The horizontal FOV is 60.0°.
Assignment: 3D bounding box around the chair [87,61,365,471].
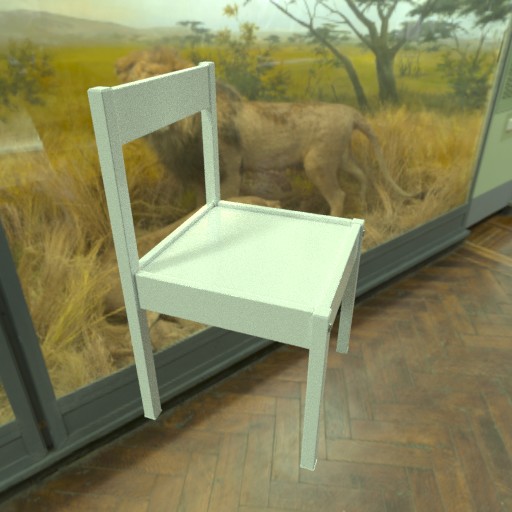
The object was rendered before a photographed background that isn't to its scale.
[{"bbox_3d":[0.000,0.000,0.671,0.285,0.505,0.285,10,31,18],"label":"chair"}]
